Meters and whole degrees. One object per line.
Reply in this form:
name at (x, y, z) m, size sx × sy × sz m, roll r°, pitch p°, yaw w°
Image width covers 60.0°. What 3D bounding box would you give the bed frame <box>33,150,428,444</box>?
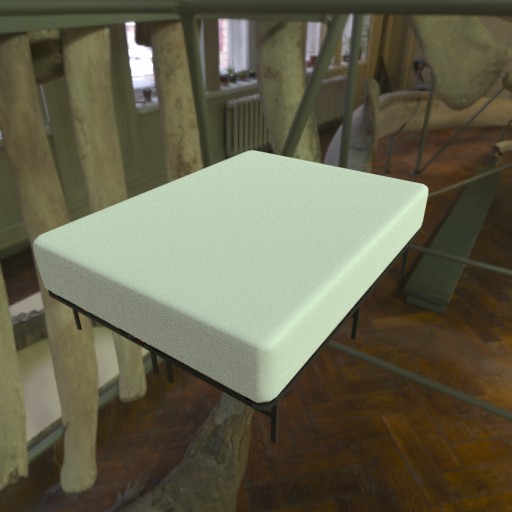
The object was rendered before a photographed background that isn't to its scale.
bed frame at (0.000, 0.000, 2.840) m, size 1.528 × 0.677 × 2.037 m, roll 19°, pitch 35°, yaw 30°
